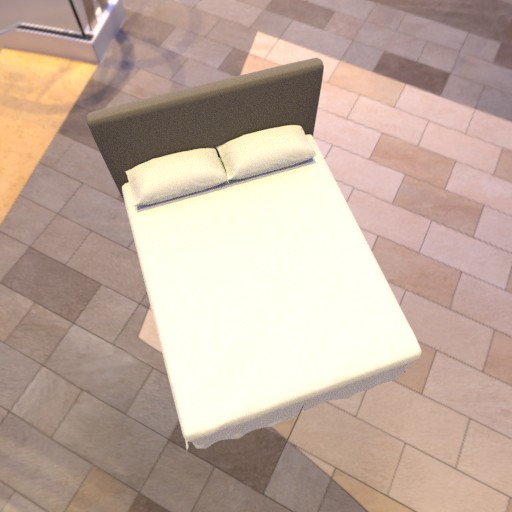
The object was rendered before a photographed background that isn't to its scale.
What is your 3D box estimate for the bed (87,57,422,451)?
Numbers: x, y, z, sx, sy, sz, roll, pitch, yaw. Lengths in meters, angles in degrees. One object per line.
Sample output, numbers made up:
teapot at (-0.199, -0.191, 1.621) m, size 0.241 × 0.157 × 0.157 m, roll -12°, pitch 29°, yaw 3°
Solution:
bed at (0.000, 0.000, 3.175) m, size 1.748 × 1.330 × 2.142 m, roll -17°, pitch 65°, yaw -8°
